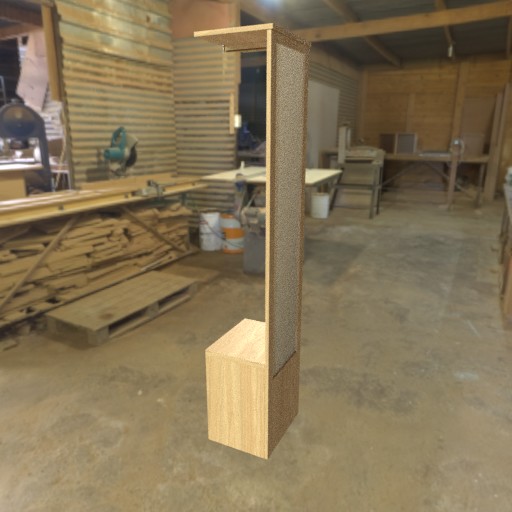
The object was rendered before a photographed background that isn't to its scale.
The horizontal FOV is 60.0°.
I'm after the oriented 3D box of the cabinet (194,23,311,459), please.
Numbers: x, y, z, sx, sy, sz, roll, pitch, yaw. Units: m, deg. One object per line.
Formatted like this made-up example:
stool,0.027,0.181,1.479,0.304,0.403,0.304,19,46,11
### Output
cabinet,0.000,0.000,2.091,0.338,1.879,0.411,8,18,25
